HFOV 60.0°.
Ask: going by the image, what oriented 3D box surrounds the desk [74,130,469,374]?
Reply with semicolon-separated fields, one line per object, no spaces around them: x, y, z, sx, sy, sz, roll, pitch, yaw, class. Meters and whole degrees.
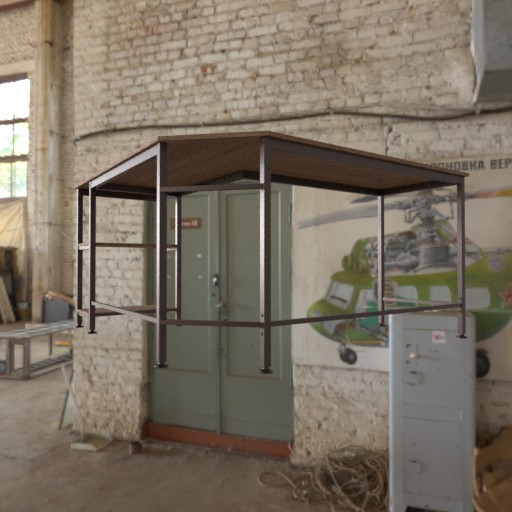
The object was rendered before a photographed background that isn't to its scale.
0.000;0.000;2.159;1.379;0.739;1.379;1;-1;-35;desk
